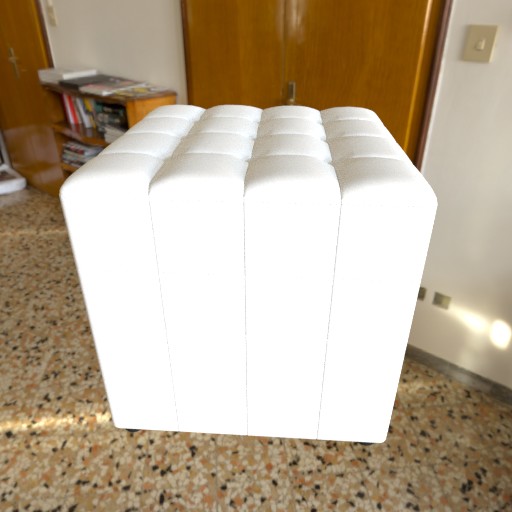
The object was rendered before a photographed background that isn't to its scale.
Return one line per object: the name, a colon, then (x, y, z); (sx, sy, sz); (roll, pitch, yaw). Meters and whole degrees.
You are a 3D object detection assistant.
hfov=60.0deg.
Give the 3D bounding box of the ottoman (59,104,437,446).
ottoman: (0.000, 0.000, 0.768); (0.425, 0.432, 0.425); (2, 30, 3)
